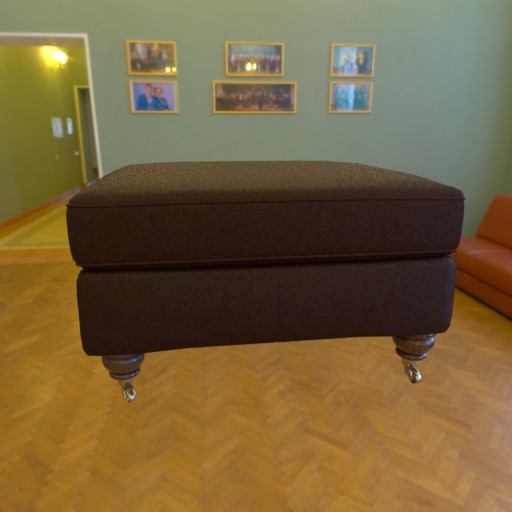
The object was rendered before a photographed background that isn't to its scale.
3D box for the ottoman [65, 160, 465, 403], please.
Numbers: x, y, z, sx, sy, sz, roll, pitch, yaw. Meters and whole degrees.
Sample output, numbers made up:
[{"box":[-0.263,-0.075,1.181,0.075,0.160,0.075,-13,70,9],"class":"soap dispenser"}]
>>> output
[{"box":[0.000,0.000,1.799,1.187,0.730,0.967,-2,16,-8],"class":"ottoman"}]
